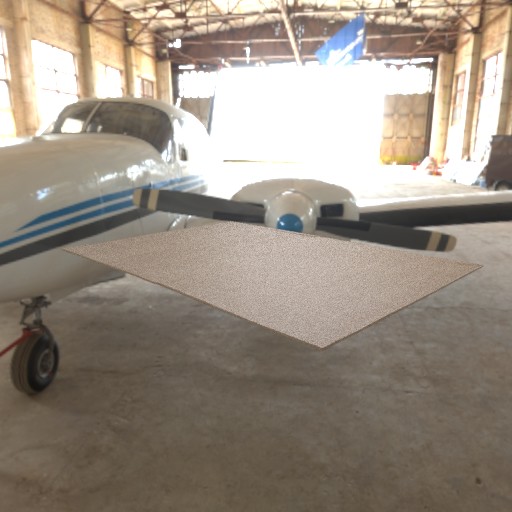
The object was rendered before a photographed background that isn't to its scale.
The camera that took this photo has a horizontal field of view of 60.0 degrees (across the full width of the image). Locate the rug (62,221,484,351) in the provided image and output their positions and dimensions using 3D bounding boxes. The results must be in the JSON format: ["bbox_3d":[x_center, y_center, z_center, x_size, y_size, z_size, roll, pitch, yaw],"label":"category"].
[{"bbox_3d":[0.000,0.000,3.639,2.032,0.038,2.869,-13,19,-43],"label":"rug"}]
